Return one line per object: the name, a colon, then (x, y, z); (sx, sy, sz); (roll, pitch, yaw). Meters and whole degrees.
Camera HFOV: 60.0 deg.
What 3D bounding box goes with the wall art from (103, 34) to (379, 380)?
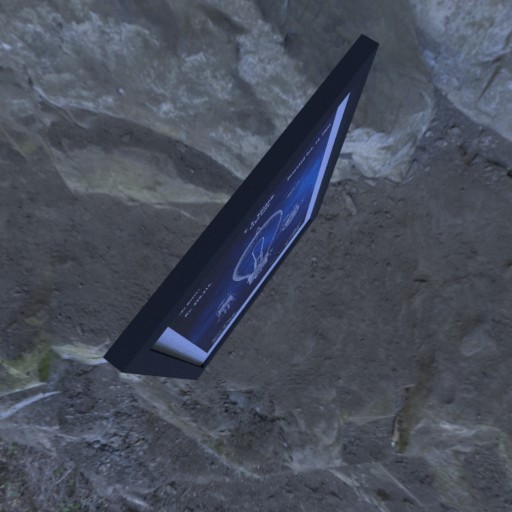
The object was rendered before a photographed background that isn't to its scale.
wall art: (0.000, 0.000, 0.677); (0.023, 0.505, 0.428); (35, 77, 10)
